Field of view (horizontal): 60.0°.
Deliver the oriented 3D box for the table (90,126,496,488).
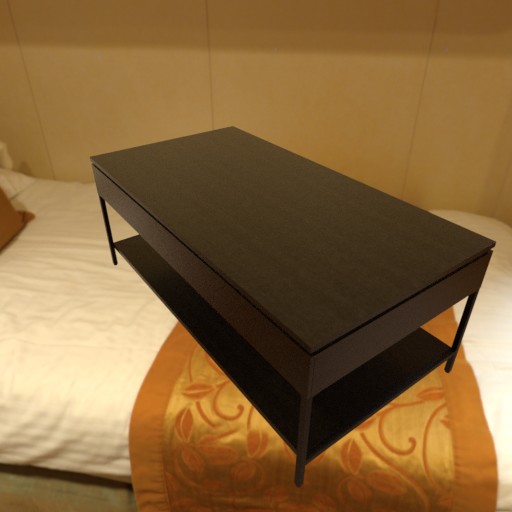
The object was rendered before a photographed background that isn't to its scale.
[{"bbox_3d":[0.000,0.000,1.368,0.574,0.435,1.095,-22,39,-30],"label":"table"}]
